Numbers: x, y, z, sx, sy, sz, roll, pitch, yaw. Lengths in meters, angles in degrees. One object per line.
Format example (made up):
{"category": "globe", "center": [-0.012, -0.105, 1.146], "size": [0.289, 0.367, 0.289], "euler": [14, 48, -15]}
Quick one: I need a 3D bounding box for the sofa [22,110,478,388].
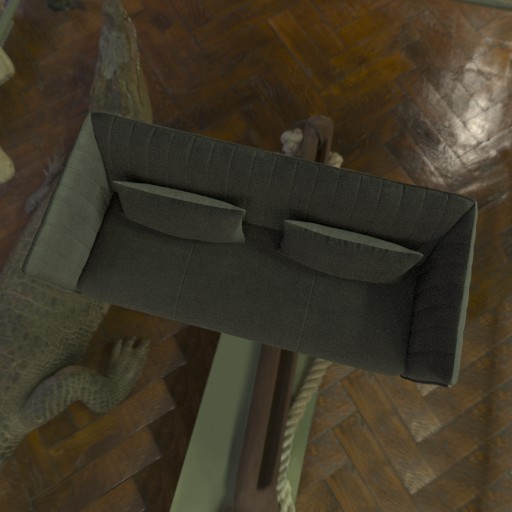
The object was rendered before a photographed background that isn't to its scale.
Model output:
{"category": "sofa", "center": [0.000, 0.000, 2.340], "size": [1.980, 0.780, 0.876], "euler": [14, 76, 4]}
